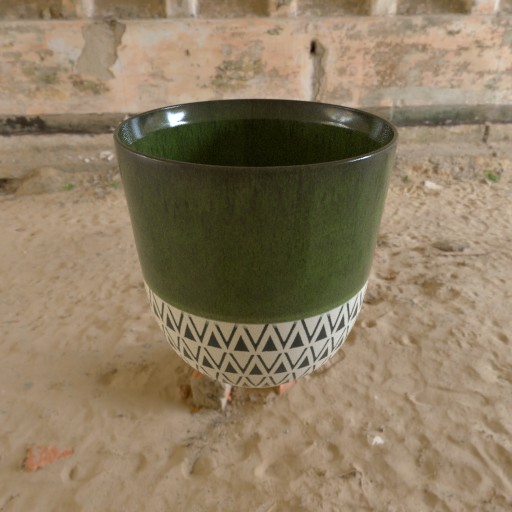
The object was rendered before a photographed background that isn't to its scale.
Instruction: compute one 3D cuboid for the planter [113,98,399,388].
[{"bbox_3d":[0.000,0.000,0.460,0.245,0.270,0.245,0,30,0],"label":"planter"}]
